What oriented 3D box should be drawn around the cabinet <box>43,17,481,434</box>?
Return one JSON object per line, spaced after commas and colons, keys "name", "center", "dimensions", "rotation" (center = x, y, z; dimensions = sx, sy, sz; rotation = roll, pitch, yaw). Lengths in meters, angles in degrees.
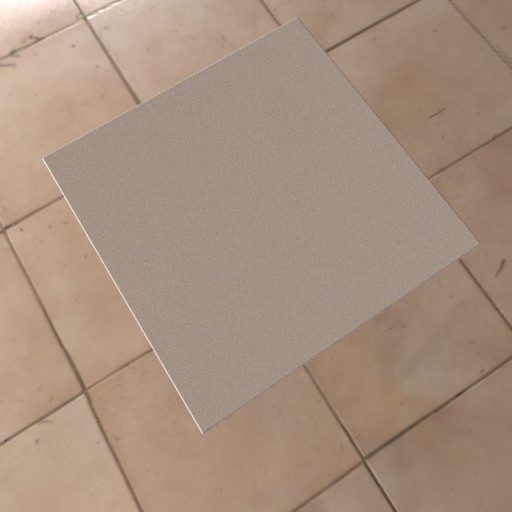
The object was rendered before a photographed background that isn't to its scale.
{"name": "cabinet", "center": [0.000, 0.000, 1.136], "dimensions": [0.547, 0.775, 0.544], "rotation": [-32, 78, -8]}
